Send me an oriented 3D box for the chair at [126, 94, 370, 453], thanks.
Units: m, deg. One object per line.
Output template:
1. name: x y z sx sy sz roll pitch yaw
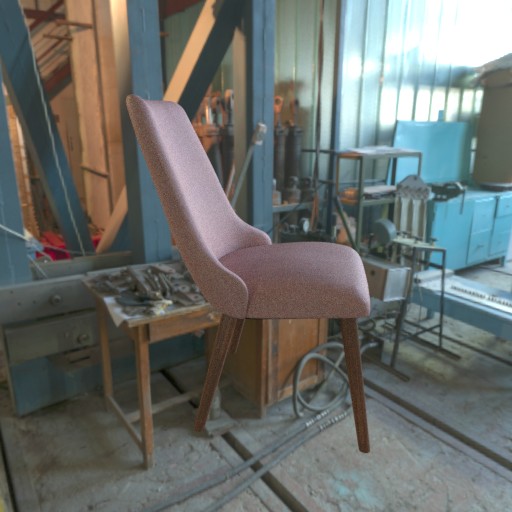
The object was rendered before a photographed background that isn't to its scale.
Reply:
1. chair: 0.000 0.000 1.354 0.707 0.918 0.535 3 16 9
